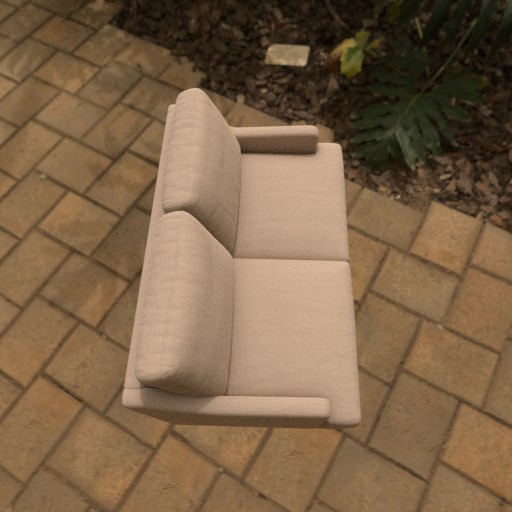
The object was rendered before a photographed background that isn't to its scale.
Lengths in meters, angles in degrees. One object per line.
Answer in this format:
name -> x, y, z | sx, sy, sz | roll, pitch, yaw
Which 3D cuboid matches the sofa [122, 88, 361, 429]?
sofa -> 0.000, 0.000, 2.284 | 1.004, 0.910, 1.619 | 1, 63, 1
